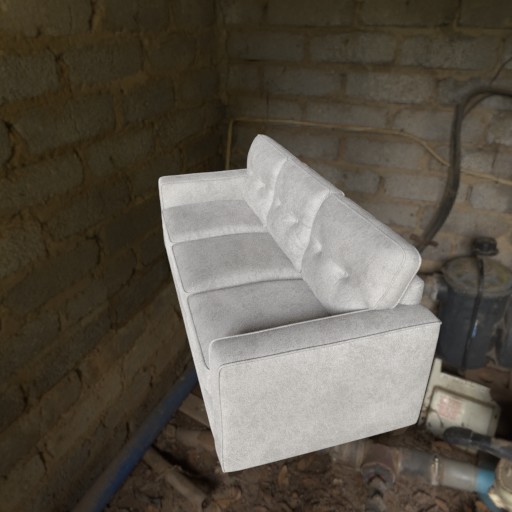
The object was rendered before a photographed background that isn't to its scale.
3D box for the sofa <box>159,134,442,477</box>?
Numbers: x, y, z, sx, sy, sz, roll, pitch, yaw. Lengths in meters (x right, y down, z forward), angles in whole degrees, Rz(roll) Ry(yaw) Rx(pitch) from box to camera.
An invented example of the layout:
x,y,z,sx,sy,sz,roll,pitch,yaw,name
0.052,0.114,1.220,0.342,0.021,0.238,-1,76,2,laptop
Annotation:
x,y,z,sx,sy,sz,roll,pitch,yaw,name
0.000,0.000,2.597,0.939,0.965,2.133,-8,30,-14,sofa
